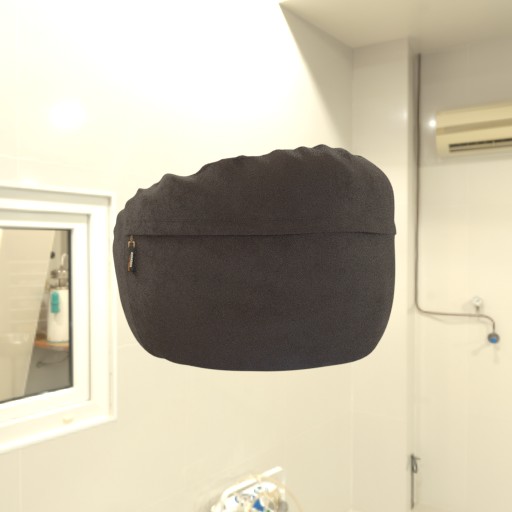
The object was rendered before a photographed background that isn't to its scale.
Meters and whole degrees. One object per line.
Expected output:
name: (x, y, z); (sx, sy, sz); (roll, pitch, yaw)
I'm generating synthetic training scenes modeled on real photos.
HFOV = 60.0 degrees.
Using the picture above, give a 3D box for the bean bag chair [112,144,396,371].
bean bag chair: (0.000, 0.000, 2.051); (1.245, 0.821, 1.245); (0, 1, 0)
